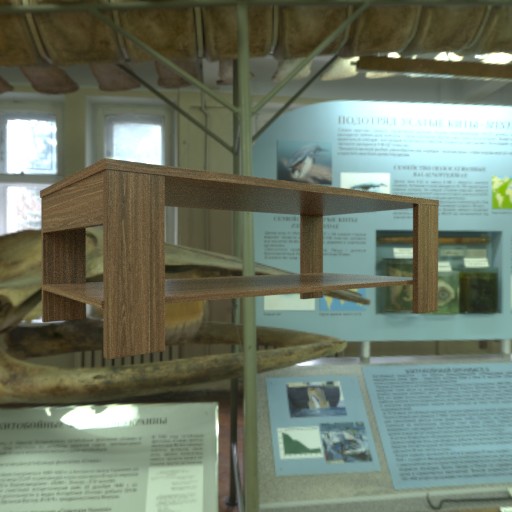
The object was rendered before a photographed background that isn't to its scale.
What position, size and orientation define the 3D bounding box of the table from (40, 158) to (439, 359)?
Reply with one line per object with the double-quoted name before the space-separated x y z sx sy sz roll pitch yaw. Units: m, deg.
"table" 0.000 0.000 1.478 1.200 0.400 0.600 0 1 -37
